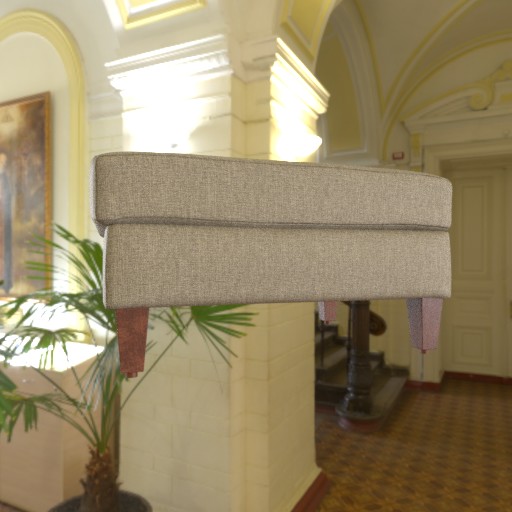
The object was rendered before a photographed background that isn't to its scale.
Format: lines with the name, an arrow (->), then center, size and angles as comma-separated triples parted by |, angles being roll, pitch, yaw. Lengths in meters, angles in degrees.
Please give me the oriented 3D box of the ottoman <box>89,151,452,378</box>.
ottoman -> 0.000, 0.000, 1.265 | 0.873, 0.494, 0.639 | 0, 0, -18
